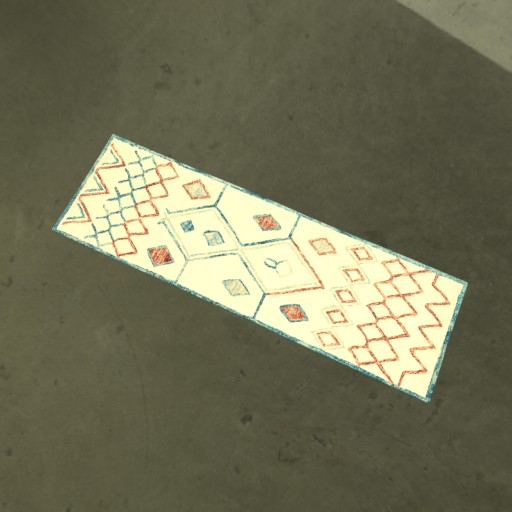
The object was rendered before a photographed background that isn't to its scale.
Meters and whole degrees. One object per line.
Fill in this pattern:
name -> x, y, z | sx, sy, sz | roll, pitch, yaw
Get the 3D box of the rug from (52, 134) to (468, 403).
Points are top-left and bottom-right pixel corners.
rug -> 0.000, 0.000, 2.688 | 2.435, 0.011, 0.750 | 24, 74, 7
